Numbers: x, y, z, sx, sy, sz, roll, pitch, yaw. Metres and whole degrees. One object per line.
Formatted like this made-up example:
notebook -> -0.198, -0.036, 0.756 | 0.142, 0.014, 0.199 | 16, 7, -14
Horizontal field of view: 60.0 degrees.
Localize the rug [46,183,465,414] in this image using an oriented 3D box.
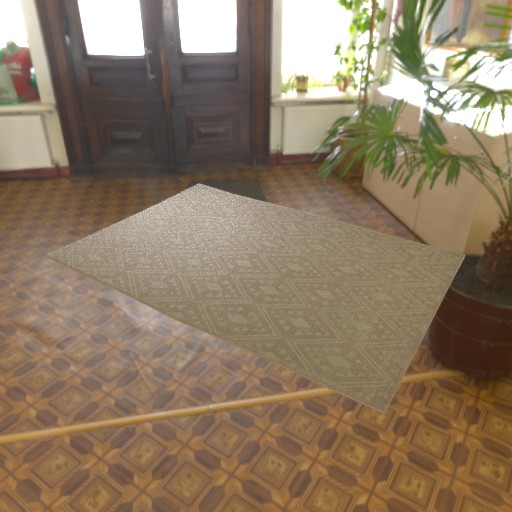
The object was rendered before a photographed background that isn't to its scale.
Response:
rug -> 0.000, 0.000, 2.327 | 1.829, 0.034, 1.252 | 18, 35, 29
